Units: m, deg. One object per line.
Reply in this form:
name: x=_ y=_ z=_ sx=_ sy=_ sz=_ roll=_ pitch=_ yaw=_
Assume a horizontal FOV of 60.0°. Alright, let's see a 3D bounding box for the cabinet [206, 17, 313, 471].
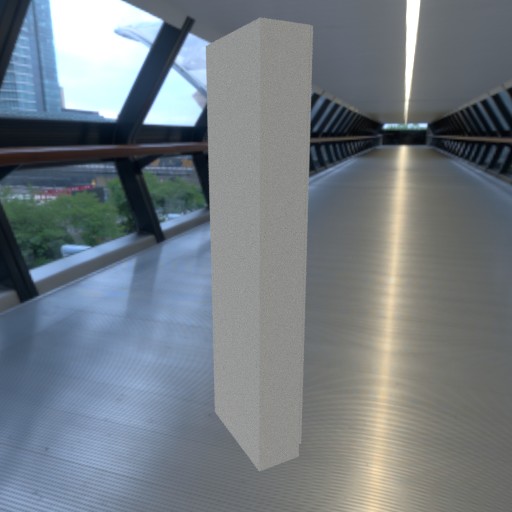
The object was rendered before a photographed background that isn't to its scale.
cabinet: x=0.000 y=0.000 z=1.974 sx=0.230 sy=1.790 sz=0.500 roll=-7 pitch=16 yaw=-27
